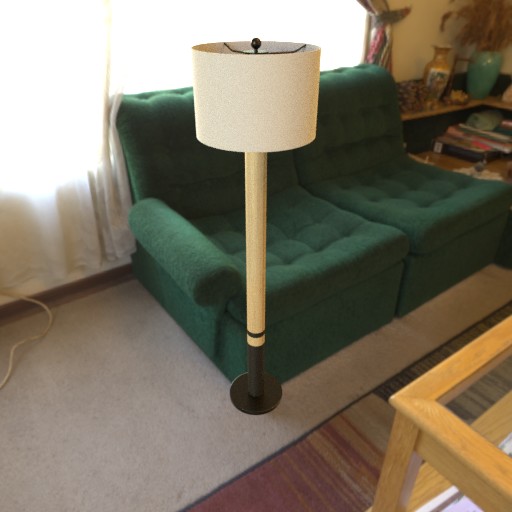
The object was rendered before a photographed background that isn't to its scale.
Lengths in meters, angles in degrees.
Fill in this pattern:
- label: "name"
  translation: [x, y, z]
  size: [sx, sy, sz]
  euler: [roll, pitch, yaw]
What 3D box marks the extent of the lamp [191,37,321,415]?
- label: "lamp"
  translation: [0.000, 0.000, 1.666]
  size: [0.381, 1.478, 0.381]
  euler: [21, 37, 31]
